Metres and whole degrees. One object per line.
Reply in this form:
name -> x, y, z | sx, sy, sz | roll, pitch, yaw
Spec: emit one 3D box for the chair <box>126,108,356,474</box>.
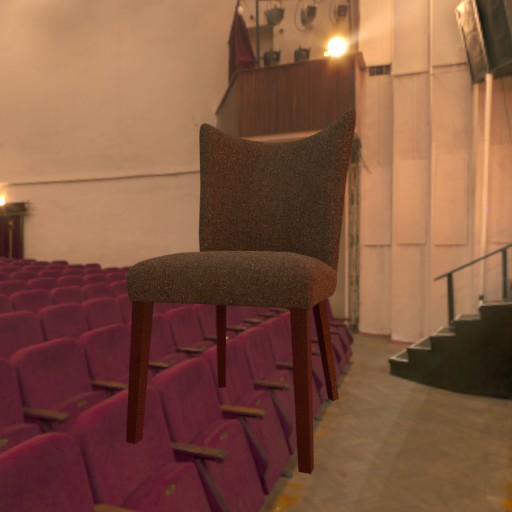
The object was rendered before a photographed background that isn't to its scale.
chair -> 0.000, 0.000, 1.308 | 0.535, 0.924, 0.623 | 0, 1, 20
